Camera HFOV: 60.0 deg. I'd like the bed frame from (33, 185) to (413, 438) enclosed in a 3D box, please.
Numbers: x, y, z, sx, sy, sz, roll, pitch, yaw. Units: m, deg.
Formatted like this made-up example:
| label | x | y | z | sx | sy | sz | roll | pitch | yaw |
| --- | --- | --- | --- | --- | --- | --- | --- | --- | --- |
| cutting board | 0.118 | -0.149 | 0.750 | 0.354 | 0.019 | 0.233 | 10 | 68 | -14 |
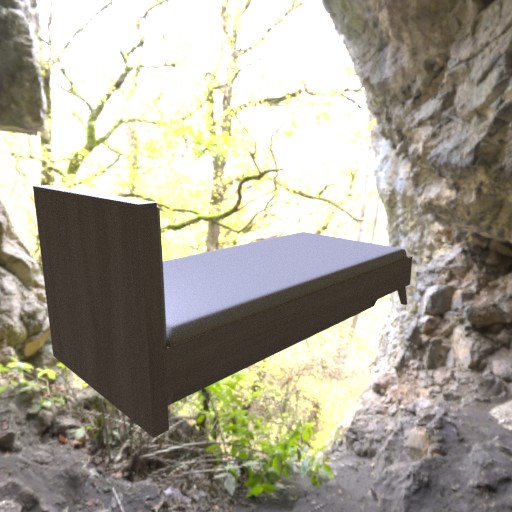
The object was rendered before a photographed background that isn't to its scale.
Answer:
| label | x | y | z | sx | sy | sz | roll | pitch | yaw |
| --- | --- | --- | --- | --- | --- | --- | --- | --- | --- |
| bed frame | 0.000 | 0.000 | 2.703 | 0.990 | 0.920 | 2.140 | 14 | 19 | 43 |
